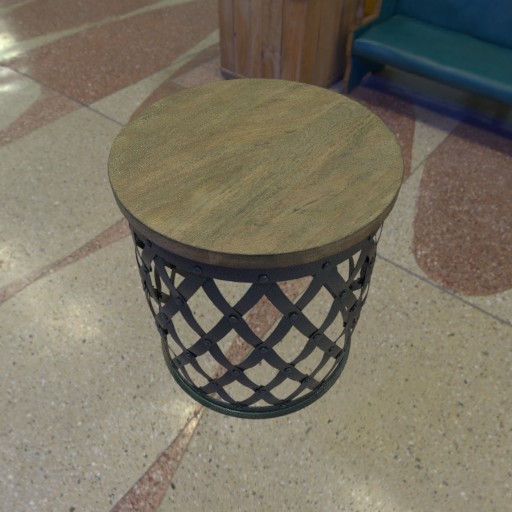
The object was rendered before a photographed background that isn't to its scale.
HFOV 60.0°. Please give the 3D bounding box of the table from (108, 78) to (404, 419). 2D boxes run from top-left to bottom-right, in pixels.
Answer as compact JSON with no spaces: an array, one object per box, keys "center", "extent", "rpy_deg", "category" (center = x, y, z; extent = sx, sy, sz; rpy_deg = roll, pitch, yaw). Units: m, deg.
[{"center":[0.000,0.000,0.786],"extent":[0.405,0.454,0.405],"rpy_deg":[0,48,0],"category":"table"}]
